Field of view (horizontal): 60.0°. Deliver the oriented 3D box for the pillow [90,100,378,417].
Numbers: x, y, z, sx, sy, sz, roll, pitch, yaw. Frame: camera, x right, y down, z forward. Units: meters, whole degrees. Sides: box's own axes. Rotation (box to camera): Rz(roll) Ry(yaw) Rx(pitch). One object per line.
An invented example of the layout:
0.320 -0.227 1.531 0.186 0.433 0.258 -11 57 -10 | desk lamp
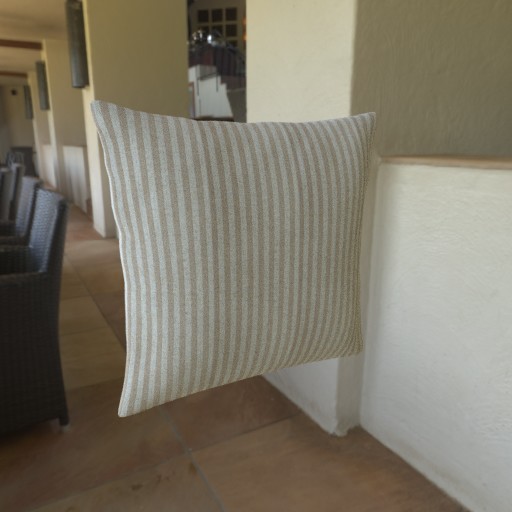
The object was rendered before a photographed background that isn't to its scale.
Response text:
0.000 0.000 0.799 0.523 0.510 0.166 -7 16 -25 | pillow
